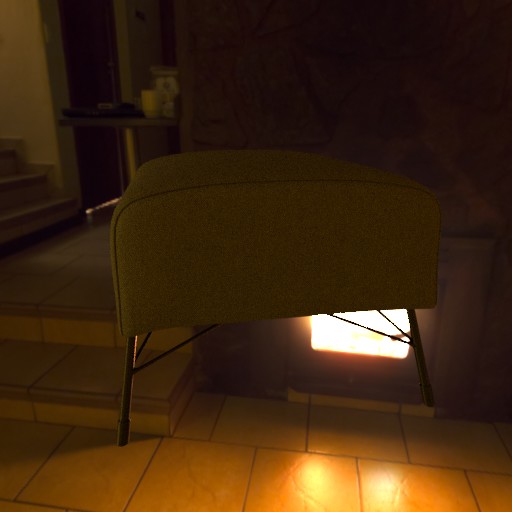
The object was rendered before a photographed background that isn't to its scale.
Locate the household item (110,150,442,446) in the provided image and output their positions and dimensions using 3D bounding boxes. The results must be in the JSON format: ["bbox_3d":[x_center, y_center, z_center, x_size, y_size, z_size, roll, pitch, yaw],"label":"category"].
[{"bbox_3d":[0.000,0.000,0.901,0.530,0.410,0.530,-3,17,-10],"label":"household item"}]
